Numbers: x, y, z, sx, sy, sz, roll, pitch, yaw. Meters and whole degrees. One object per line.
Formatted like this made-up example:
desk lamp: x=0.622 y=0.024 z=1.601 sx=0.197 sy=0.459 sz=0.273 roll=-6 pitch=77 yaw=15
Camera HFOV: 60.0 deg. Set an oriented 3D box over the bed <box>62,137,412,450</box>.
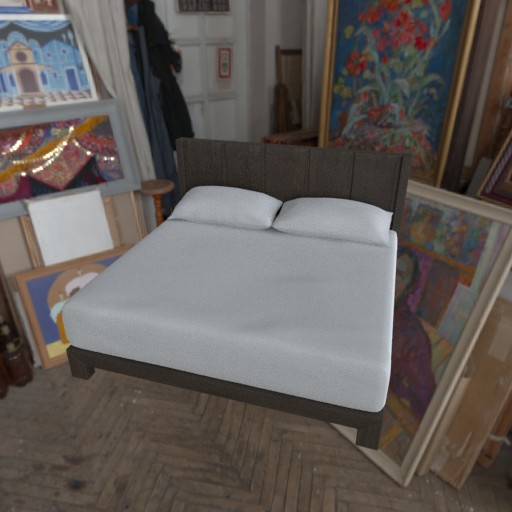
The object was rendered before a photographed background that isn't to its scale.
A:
bed: x=0.000 y=0.000 z=3.453 sx=2.134 sy=1.270 sz=2.012 roll=8 pitch=28 yaw=15
